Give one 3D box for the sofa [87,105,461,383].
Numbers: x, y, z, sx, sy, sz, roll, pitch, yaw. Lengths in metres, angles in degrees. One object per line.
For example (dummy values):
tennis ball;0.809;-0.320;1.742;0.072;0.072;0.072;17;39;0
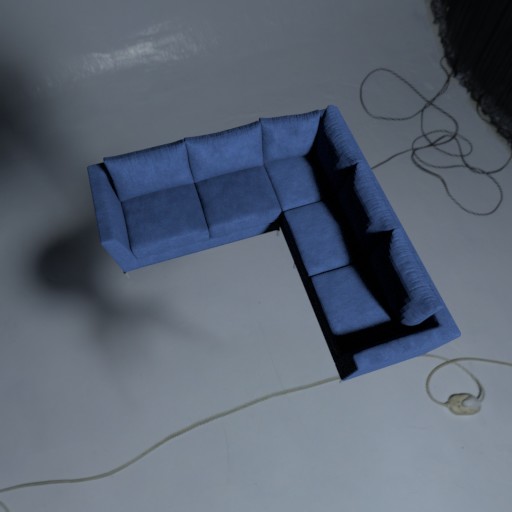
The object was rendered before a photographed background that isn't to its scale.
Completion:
sofa;0.000;0.000;3.911;2.472;0.988;2.463;-16;64;-8
